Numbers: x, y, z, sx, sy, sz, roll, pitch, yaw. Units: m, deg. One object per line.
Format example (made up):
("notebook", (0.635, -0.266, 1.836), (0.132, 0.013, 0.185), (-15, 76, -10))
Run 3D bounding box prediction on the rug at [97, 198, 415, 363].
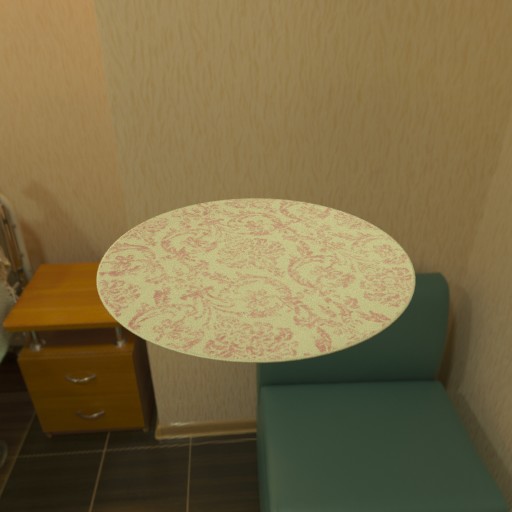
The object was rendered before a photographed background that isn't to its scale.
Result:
("rug", (0.000, 0.000, 2.319), (1.593, 0.012, 1.593), (0, 29, 0))
